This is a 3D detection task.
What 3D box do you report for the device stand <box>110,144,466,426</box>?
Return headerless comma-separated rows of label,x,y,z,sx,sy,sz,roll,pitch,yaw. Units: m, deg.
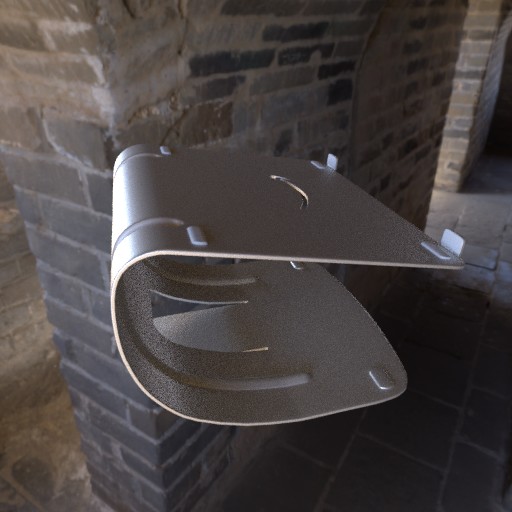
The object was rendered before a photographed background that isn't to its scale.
device stand,0.000,0.000,0.398,0.236,0.155,0.256,-7,29,-14
